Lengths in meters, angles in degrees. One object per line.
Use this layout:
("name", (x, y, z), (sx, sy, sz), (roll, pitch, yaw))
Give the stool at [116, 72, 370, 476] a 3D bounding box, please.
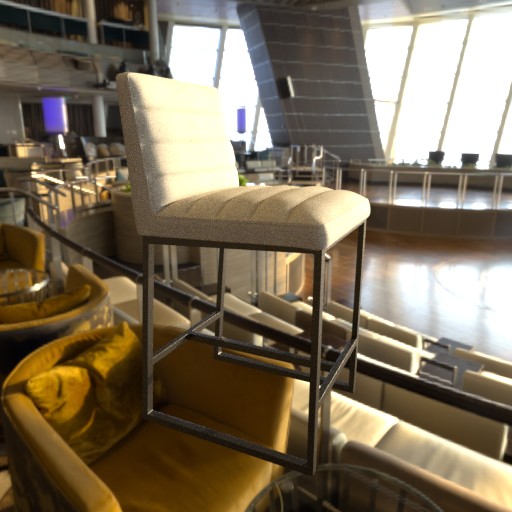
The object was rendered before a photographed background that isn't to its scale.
("stool", (0.000, 0.000, 1.273), (0.567, 0.971, 0.459), (7, 17, 25))
